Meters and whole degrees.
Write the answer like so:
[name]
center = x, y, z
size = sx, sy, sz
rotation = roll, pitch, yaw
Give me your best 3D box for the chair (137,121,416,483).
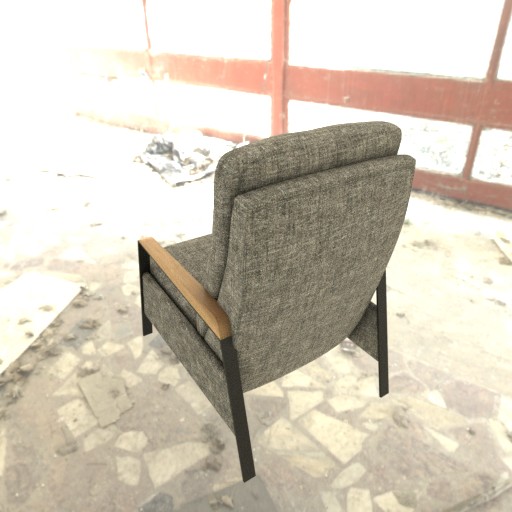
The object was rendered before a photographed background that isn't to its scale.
[chair]
center = 0.000, 0.000, 1.627
size = 0.671, 1.042, 0.868
rotation = -18, 35, -29
